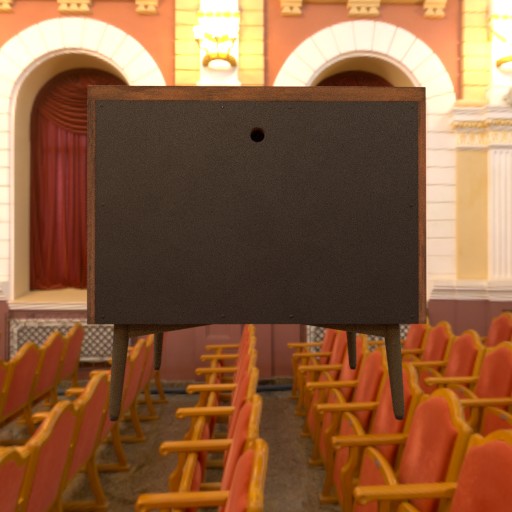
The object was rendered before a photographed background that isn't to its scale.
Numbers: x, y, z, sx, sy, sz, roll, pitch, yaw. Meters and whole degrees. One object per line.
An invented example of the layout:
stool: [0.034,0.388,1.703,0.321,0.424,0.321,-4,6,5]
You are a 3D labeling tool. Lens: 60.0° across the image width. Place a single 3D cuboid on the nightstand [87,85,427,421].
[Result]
nightstand: [0.000,0.000,1.026,0.610,0.610,0.458,0,0,-1]
